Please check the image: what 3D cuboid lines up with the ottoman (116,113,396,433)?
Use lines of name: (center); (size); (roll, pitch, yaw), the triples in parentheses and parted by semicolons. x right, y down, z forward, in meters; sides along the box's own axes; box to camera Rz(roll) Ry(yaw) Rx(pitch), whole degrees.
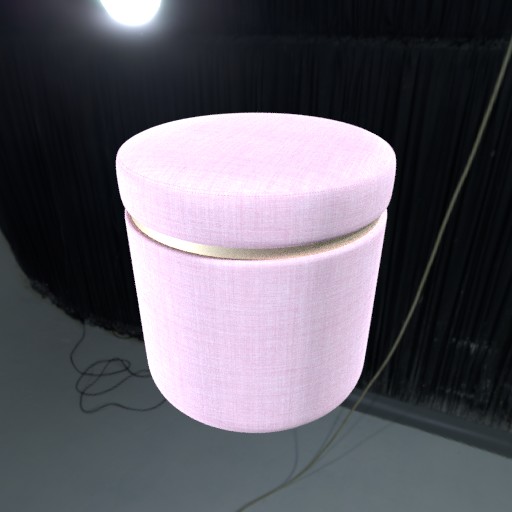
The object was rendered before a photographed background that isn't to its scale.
ottoman: (0.000, 0.000, 0.740); (0.400, 0.406, 0.400); (0, 29, 0)
